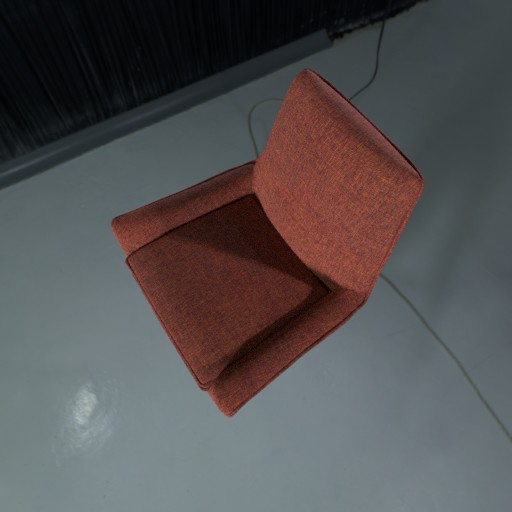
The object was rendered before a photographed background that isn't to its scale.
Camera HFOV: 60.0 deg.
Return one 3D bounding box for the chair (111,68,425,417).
[{"bbox_3d":[0.000,0.000,1.537,0.784,0.911,0.803,-31,67,-14],"label":"chair"}]
